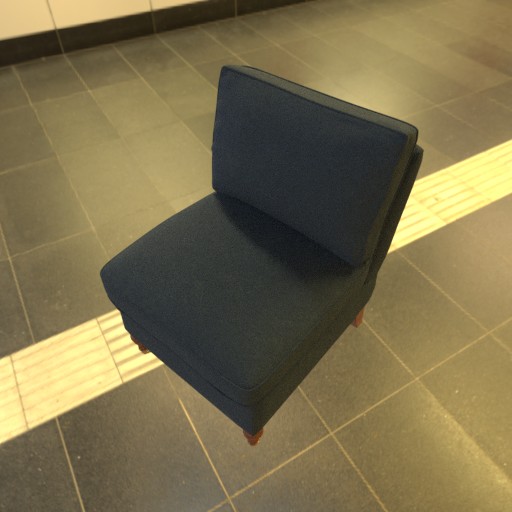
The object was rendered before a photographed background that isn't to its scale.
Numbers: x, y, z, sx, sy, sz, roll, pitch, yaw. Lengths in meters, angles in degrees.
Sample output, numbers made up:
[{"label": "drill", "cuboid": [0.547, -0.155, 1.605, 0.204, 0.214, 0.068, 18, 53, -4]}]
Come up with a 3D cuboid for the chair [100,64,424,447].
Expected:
[{"label": "chair", "cuboid": [0.000, 0.000, 1.619, 0.724, 1.052, 0.912, 31, 54, 26]}]
